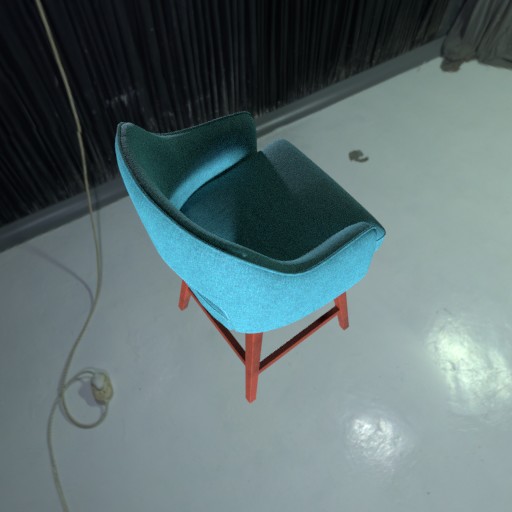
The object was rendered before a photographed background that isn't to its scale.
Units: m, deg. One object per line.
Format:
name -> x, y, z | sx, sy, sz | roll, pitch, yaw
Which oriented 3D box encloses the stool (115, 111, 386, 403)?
stool -> 0.000, 0.000, 1.313 | 0.556, 0.961, 0.548 | -33, 64, -19
